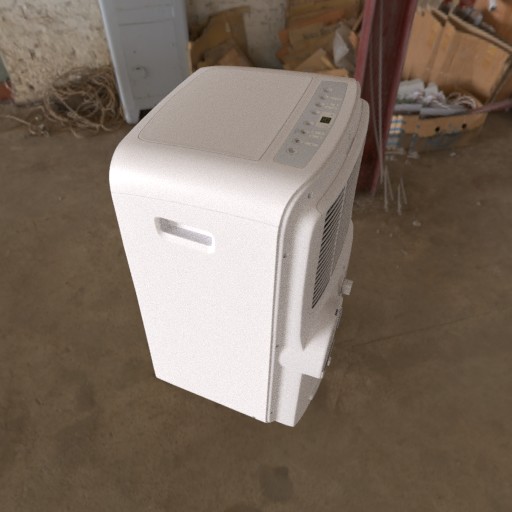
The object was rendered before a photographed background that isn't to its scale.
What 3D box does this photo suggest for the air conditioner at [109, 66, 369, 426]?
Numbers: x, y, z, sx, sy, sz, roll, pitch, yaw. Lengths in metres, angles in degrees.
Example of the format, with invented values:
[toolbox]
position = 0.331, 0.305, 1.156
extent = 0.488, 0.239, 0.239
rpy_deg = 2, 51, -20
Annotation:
[air conditioner]
position = 0.000, 0.000, 1.061
extent = 0.467, 0.765, 0.478
rpy_deg = 15, 48, 14
